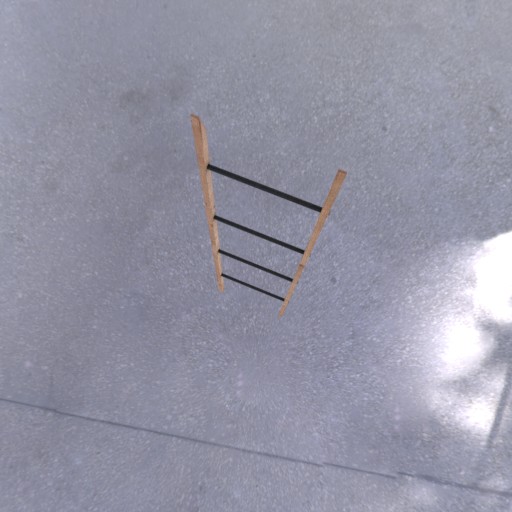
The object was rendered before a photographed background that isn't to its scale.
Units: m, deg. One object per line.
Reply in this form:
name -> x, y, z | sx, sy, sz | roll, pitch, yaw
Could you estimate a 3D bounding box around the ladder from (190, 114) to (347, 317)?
ladder -> 0.000, 0.000, 2.002 | 0.442, 1.805, 0.200 | 22, 77, 5
